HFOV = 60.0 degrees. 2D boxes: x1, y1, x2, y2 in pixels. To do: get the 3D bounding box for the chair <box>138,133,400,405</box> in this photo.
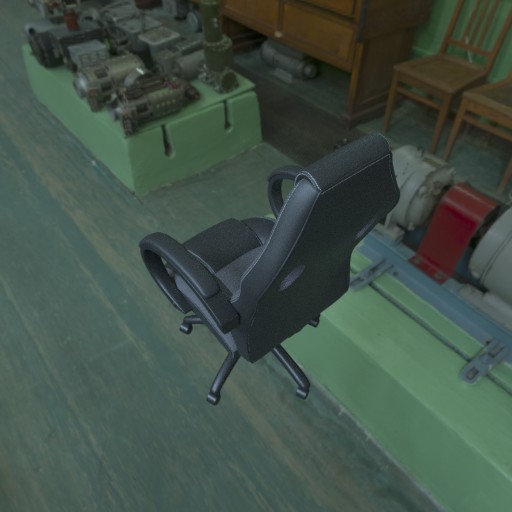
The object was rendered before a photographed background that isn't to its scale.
[{"bbox_3d":[0.000,0.000,1.610,0.673,1.187,0.724,-32,54,-27],"label":"chair"}]
